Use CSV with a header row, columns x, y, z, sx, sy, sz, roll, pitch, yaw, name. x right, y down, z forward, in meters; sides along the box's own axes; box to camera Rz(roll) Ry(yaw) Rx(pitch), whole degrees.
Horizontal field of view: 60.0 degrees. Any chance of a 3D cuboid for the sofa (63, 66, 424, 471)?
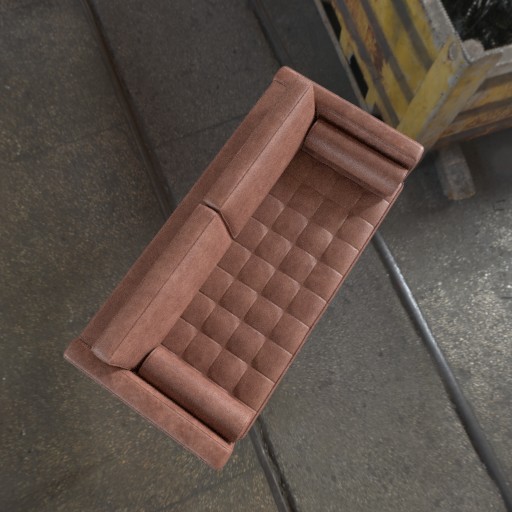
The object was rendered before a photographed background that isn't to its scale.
x,y,z,sx,sy,sz,roll,pitch,yaw,name
0.000,0.000,2.322,0.910,0.760,1.870,33,78,8,sofa
